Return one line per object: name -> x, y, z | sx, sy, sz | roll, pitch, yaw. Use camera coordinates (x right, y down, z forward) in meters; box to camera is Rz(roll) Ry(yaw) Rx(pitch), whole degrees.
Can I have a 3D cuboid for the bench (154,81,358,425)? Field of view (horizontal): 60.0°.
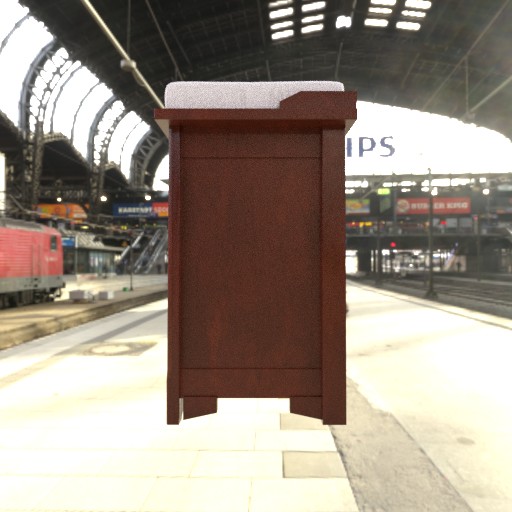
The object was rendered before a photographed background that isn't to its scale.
bench -> 0.000, 0.000, 1.292 | 0.369, 0.646, 0.987 | 0, -1, 0
